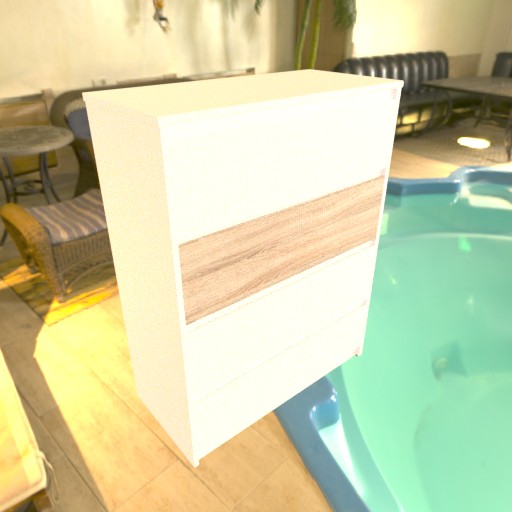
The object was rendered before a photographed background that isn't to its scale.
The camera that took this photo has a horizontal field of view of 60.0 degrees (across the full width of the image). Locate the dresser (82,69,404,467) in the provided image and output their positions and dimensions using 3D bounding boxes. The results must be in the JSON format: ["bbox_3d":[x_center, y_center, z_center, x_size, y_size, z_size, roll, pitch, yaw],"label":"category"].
[{"bbox_3d":[0.000,0.000,1.440,0.800,1.040,0.380,-22,36,-34],"label":"dresser"}]
